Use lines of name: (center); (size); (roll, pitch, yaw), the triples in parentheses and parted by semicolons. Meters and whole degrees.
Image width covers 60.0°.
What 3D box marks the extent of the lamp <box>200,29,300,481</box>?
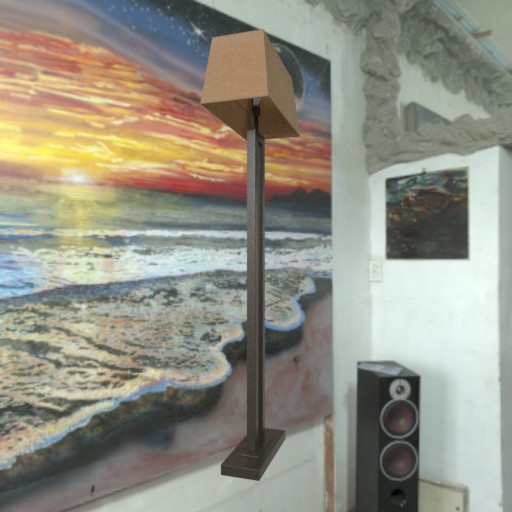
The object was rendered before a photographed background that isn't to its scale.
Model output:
lamp: (0.000, 0.000, 1.640); (0.233, 1.469, 0.475); (0, -1, 18)
